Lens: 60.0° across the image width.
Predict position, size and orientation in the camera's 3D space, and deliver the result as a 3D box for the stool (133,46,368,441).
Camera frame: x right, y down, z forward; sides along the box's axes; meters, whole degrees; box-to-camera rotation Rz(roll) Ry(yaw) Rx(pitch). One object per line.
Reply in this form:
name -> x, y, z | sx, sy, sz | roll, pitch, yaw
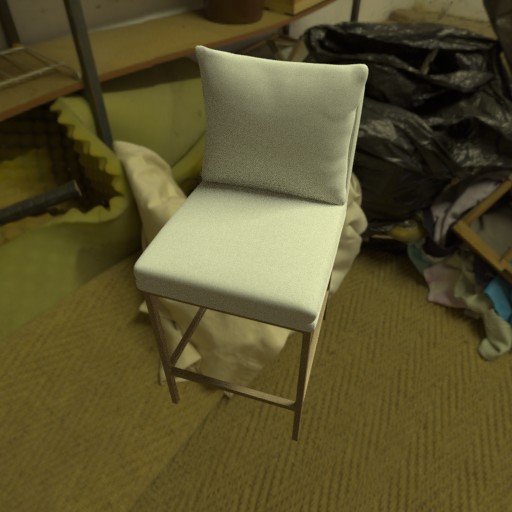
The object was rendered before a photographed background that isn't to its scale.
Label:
stool -> 0.000, 0.000, 1.315 | 0.463, 1.032, 0.572 | 12, 45, 13
